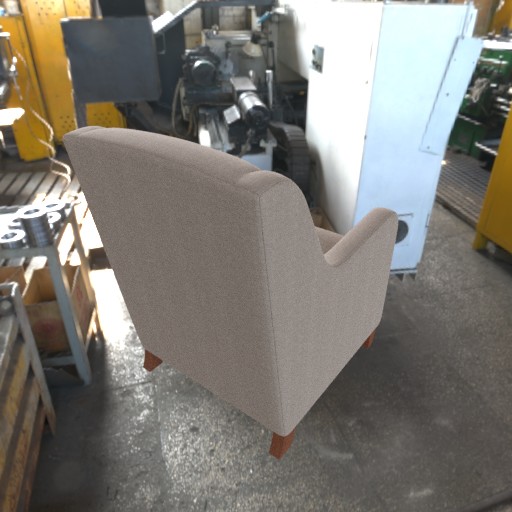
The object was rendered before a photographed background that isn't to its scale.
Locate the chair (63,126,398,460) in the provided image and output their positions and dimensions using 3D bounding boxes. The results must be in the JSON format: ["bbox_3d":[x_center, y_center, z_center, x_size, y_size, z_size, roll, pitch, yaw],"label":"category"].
[{"bbox_3d":[0.000,0.000,1.593,0.715,1.017,0.890,22,37,32],"label":"chair"}]
